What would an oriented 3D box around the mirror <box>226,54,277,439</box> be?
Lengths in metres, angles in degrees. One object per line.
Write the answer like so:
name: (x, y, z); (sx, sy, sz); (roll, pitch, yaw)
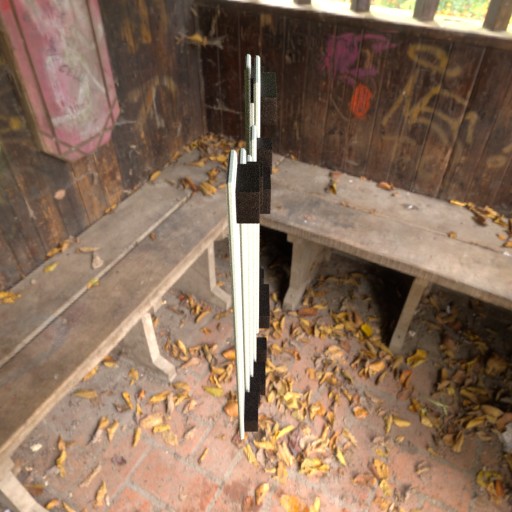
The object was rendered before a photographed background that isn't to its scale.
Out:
mirror: (0.000, 0.000, 0.786); (0.058, 0.611, 0.445); (0, 42, 0)
